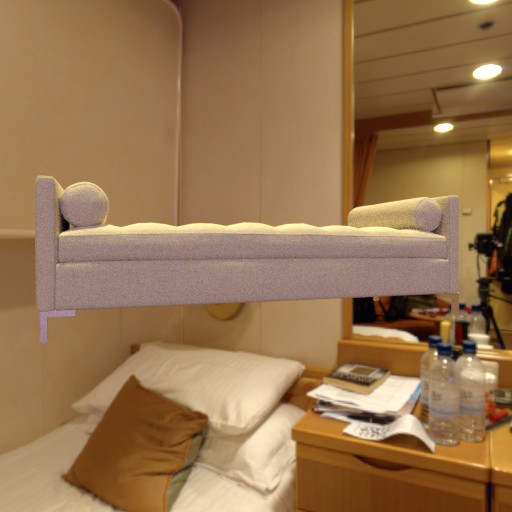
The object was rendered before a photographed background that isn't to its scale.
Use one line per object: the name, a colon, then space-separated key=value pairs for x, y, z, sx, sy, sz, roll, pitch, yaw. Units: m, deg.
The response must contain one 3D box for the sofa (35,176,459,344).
sofa: x=0.000 y=0.000 z=2.416 sx=2.102 sy=0.655 sz=0.797 roll=0 pitch=1 yaw=-19
